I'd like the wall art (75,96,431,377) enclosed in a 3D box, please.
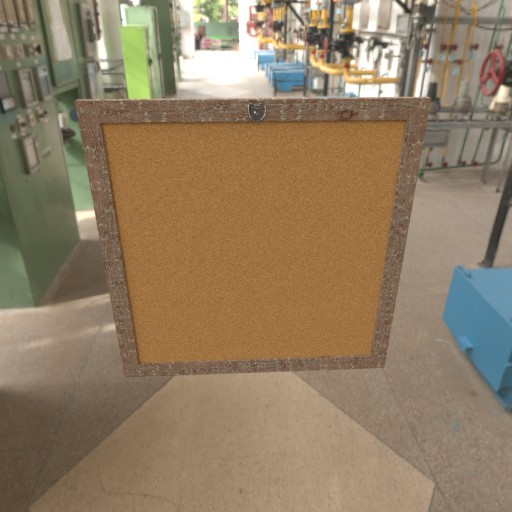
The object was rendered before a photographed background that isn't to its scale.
[{"bbox_3d":[0.000,0.000,0.569,0.384,0.384,0.012,-1,28,-3],"label":"wall art"}]
